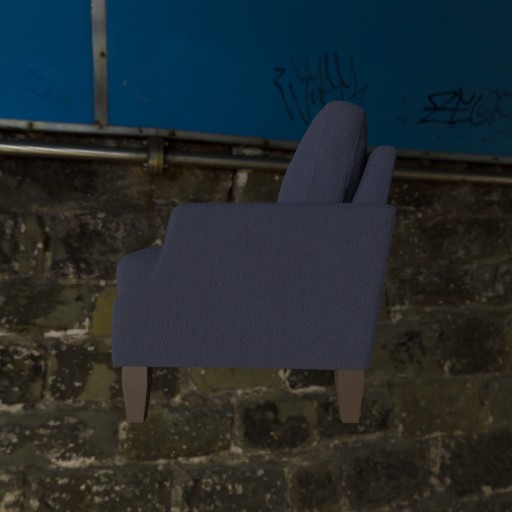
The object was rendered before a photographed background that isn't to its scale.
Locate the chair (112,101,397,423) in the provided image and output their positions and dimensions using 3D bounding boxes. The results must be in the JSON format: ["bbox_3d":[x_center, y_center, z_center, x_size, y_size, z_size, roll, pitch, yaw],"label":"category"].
[{"bbox_3d":[0.000,0.000,1.695,0.897,0.991,0.855,0,-1,0],"label":"chair"}]
